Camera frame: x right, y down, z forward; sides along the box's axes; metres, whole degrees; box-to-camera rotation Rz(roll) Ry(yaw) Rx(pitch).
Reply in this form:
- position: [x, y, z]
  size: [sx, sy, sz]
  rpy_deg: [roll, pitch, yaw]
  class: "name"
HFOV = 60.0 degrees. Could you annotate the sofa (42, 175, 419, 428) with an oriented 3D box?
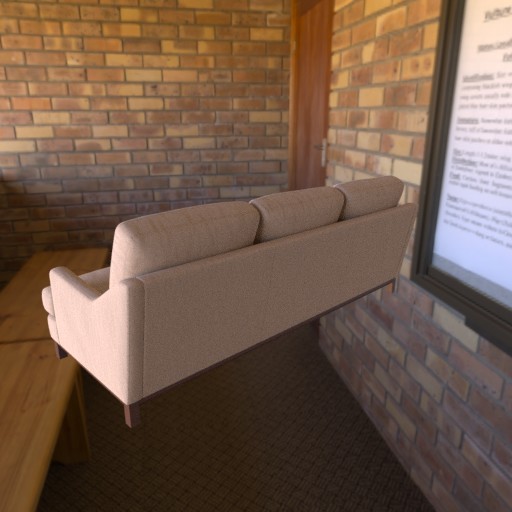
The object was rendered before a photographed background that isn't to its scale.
- position: [0.000, 0.000, 2.816]
  size: [2.321, 0.913, 1.000]
  rpy_deg: [-16, 24, -42]
  class: "sofa"
